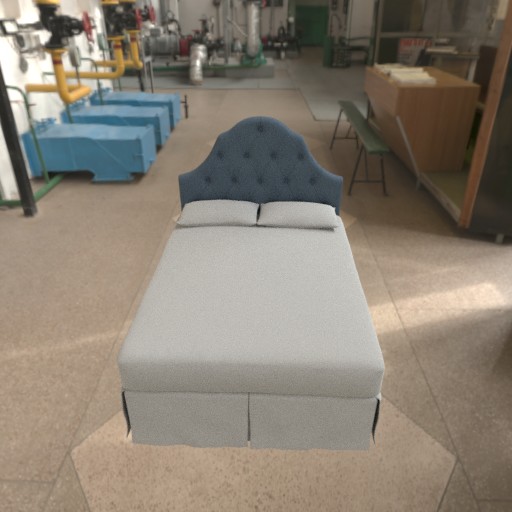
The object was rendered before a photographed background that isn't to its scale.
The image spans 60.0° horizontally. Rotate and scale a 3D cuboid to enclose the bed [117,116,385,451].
[{"bbox_3d":[0.000,0.000,3.329,1.636,1.575,2.155,1,30,2],"label":"bed"}]
